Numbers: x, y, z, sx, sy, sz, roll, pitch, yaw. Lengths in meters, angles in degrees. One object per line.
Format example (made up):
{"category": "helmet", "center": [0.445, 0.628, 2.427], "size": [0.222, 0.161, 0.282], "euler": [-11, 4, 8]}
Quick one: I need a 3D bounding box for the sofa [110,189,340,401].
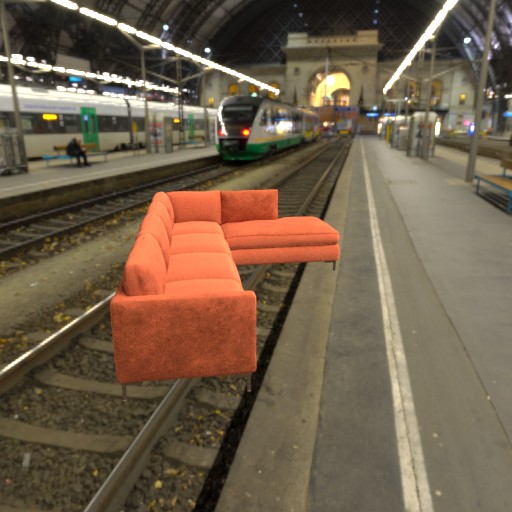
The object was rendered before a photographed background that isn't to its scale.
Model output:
{"category": "sofa", "center": [0.000, 0.000, 3.639], "size": [1.879, 0.757, 2.736], "euler": [-2, 16, -8]}
